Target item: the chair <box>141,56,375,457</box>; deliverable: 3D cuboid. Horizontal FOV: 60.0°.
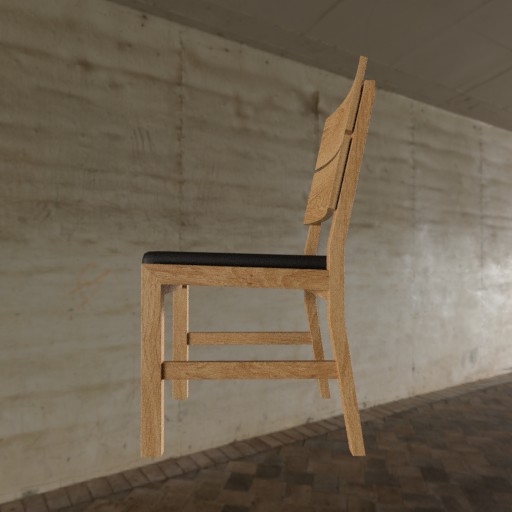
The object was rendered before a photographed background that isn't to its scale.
[{"bbox_3d":[0.000,0.000,1.285,0.569,0.950,0.475,0,-1,-1],"label":"chair"}]
